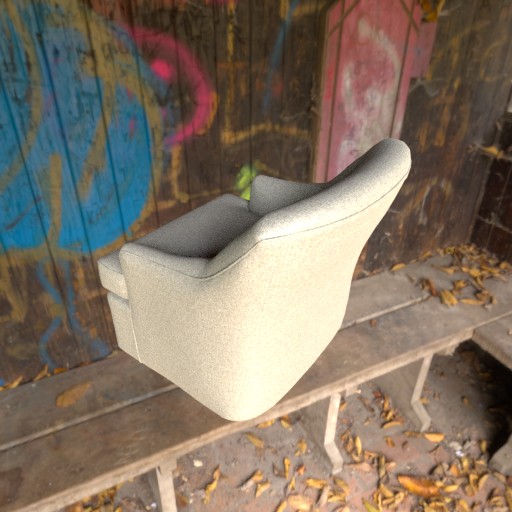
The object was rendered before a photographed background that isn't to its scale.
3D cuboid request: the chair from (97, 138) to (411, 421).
[{"bbox_3d":[0.000,0.000,1.650,0.923,0.856,0.864,21,37,30],"label":"chair"}]
